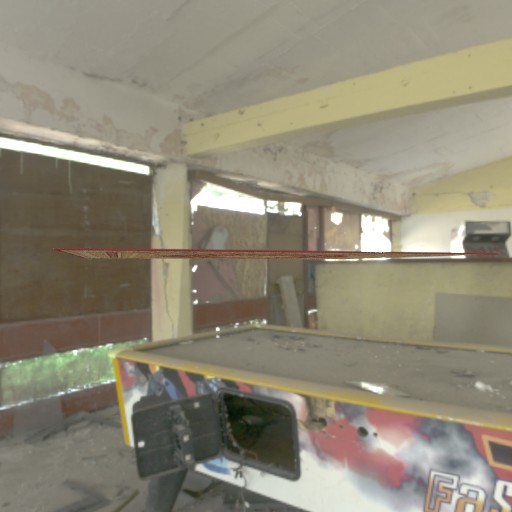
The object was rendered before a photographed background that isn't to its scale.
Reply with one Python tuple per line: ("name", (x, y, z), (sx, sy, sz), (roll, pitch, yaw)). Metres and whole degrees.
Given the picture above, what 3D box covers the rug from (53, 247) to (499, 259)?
("rug", (0.000, 0.000, 3.985), (3.053, 0.013, 2.387), (0, -1, -18))
